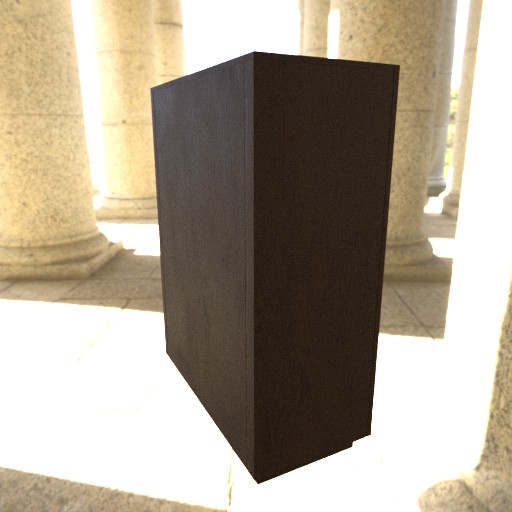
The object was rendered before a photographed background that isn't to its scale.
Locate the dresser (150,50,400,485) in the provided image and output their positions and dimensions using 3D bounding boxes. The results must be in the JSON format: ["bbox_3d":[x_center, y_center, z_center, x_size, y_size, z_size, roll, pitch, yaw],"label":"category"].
[{"bbox_3d":[0.000,0.000,1.768,0.516,1.320,0.964,-8,17,-27],"label":"dresser"}]
